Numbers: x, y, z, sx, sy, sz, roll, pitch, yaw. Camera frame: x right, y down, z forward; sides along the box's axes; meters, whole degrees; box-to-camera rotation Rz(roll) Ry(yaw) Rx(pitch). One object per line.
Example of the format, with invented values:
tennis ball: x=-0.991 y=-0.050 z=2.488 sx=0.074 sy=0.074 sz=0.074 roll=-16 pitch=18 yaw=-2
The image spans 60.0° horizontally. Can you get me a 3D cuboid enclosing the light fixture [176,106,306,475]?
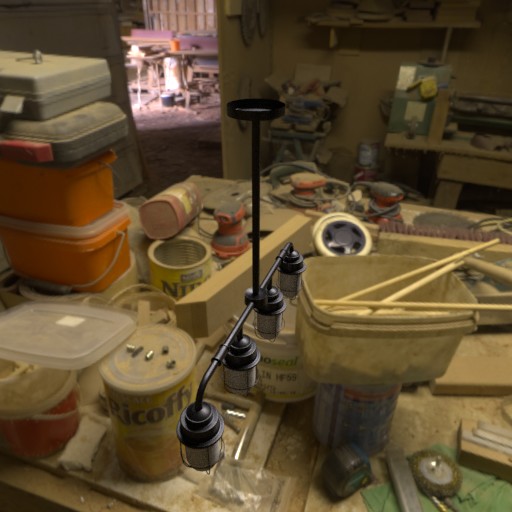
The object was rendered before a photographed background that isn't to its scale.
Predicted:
light fixture: x=0.000 y=0.000 z=1.188 sx=0.131 sy=0.785 sz=0.852 roll=10 pitch=32 yaw=17
